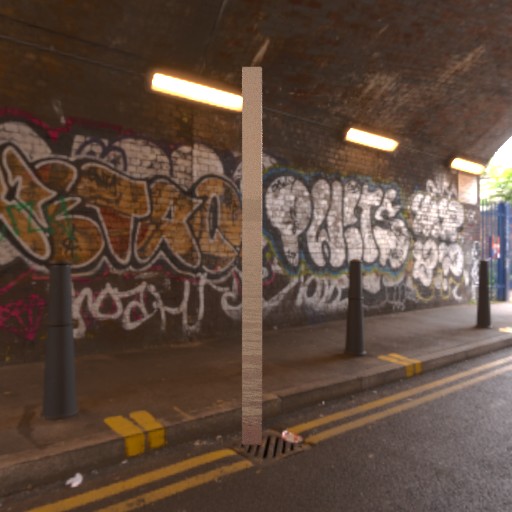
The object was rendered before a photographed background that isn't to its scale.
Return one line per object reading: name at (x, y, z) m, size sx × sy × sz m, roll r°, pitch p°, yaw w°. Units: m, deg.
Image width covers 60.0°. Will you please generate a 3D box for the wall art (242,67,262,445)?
wall art at (0.000, 0.000, 0.787) m, size 0.021 × 0.410 × 0.615 m, roll 0°, pitch 0°, yaw 1°
